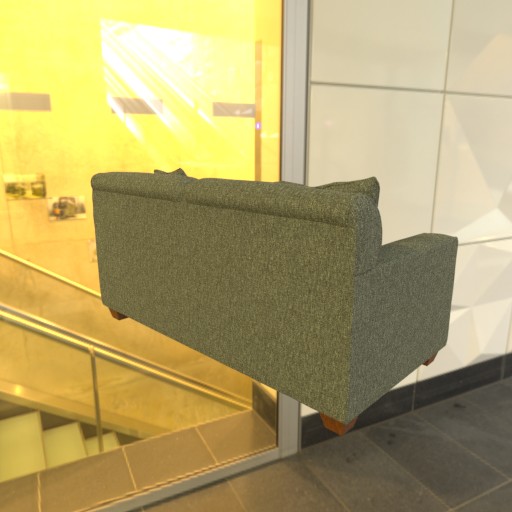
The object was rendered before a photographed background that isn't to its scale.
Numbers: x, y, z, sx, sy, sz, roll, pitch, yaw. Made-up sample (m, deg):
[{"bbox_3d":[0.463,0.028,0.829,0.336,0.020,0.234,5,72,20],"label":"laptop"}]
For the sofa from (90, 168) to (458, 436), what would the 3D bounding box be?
[{"bbox_3d":[0.000,0.000,2.464,1.846,0.958,0.998,13,19,42],"label":"sofa"}]
